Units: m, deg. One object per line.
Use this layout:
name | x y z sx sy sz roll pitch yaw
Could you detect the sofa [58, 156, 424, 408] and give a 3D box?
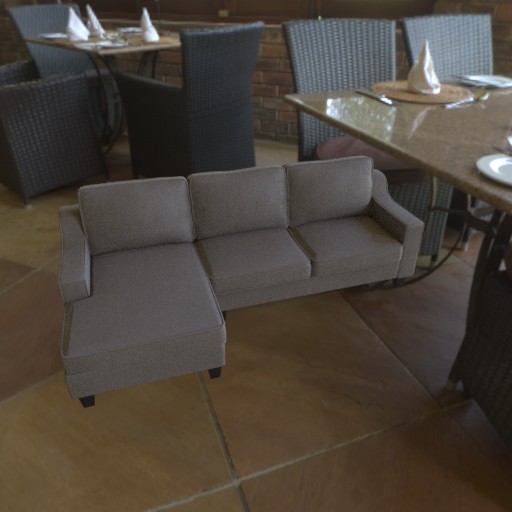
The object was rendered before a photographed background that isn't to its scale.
sofa | 0.000 0.000 3.123 2.561 0.928 1.294 -9 33 -15
